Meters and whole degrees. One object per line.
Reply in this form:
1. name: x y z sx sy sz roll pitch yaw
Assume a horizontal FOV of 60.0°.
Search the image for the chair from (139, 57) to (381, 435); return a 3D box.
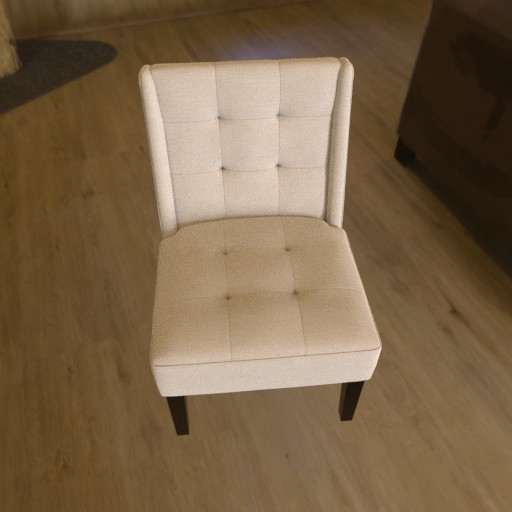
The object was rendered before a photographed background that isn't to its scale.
1. chair: 0.000 0.000 1.263 0.569 0.853 0.676 -4 47 -3
